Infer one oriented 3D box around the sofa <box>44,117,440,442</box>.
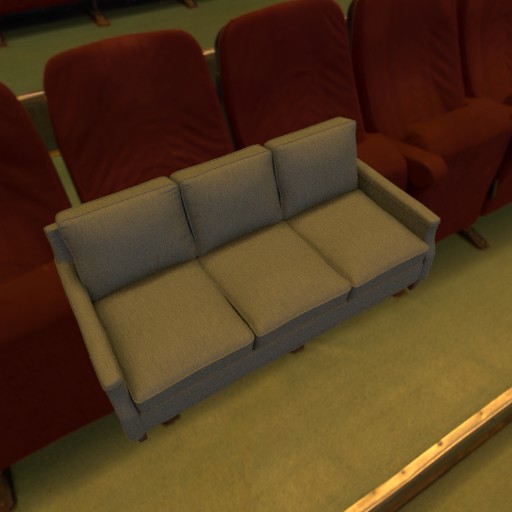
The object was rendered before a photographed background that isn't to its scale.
[{"bbox_3d":[0.000,0.000,2.815,2.246,1.003,1.084,-24,51,-21],"label":"sofa"}]
